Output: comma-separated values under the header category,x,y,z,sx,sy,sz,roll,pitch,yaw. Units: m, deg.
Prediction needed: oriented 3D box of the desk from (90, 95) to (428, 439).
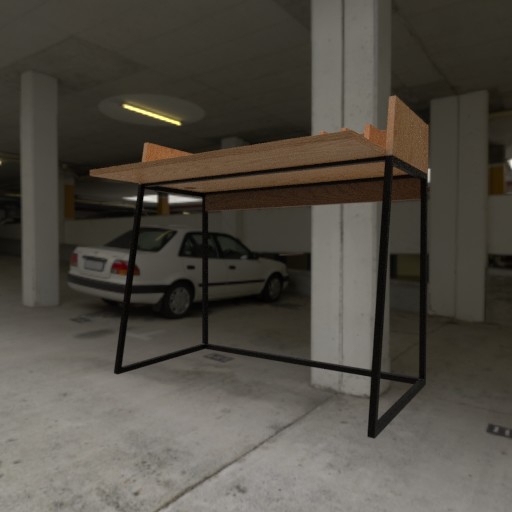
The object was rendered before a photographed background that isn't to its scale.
category,x,y,z,sx,sy,sz,roll,pitch,yaw
desk,0.000,0.000,1.843,1.191,1.061,0.769,1,2,34
